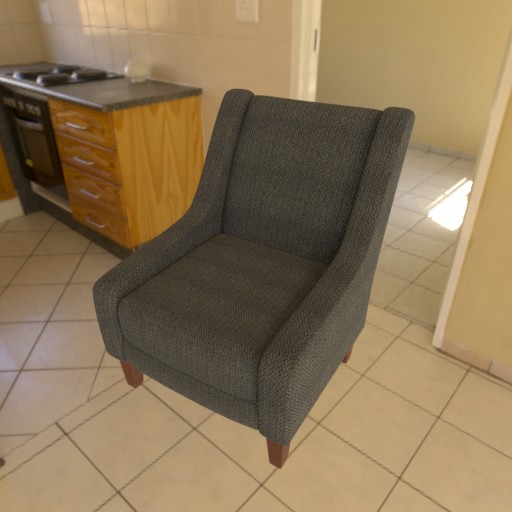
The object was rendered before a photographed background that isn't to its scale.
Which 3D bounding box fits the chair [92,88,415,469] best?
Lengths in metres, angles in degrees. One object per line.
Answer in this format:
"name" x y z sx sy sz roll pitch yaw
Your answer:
"chair" 0.000 0.000 1.676 0.793 1.012 0.944 18 35 27
